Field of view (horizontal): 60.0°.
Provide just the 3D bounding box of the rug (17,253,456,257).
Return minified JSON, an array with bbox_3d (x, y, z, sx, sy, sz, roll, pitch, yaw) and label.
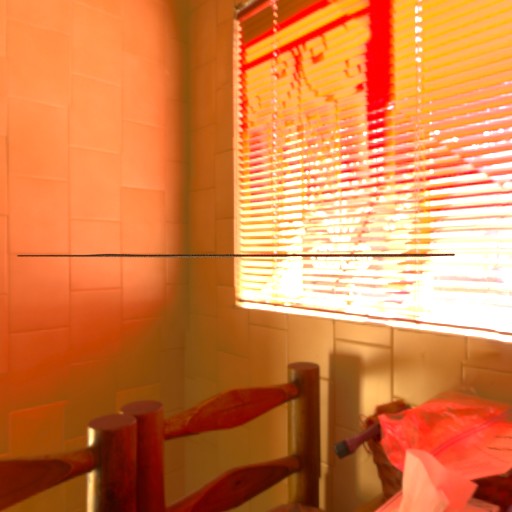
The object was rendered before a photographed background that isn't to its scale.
[{"bbox_3d":[0.000,0.000,4.077,3.068,0.021,2.456,0,0,17],"label":"rug"}]
